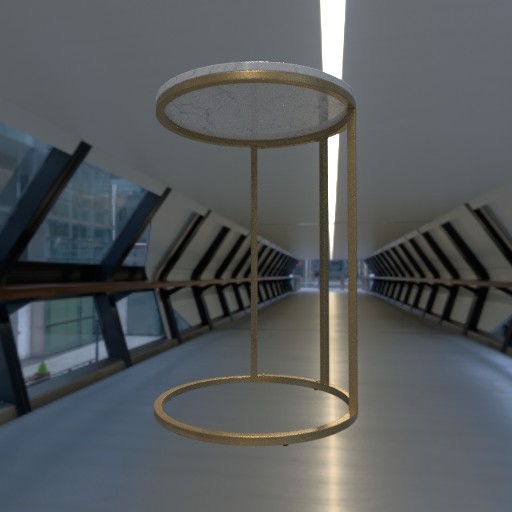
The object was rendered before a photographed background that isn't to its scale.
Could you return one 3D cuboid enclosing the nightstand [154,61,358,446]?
[{"bbox_3d":[0.000,0.000,0.899,0.400,0.610,0.400,1,-2,-36],"label":"nightstand"}]
